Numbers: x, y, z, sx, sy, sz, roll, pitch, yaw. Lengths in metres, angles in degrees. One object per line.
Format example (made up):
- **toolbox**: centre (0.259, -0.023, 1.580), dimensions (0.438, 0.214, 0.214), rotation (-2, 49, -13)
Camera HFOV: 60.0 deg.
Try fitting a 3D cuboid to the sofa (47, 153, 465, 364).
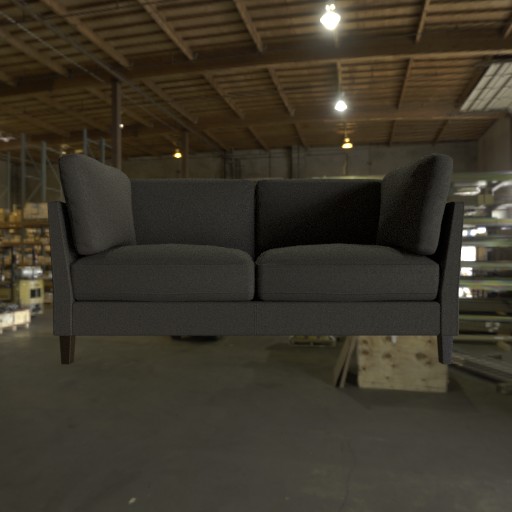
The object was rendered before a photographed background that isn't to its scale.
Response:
- **sofa**: centre (0.000, 0.000, 2.289), dimensions (1.751, 0.920, 0.969), rotation (0, 0, 0)
